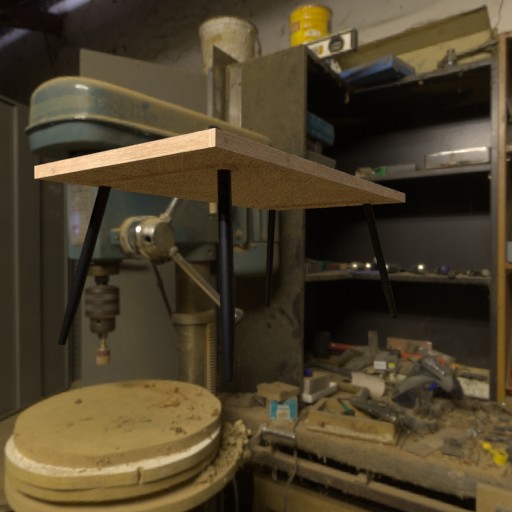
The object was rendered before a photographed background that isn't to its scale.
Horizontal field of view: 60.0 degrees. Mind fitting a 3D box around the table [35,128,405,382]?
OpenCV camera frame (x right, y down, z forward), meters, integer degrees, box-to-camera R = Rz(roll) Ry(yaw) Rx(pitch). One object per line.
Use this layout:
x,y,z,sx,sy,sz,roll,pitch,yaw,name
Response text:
0.000,0.000,2.306,0.991,0.762,1.803,0,1,35,table
